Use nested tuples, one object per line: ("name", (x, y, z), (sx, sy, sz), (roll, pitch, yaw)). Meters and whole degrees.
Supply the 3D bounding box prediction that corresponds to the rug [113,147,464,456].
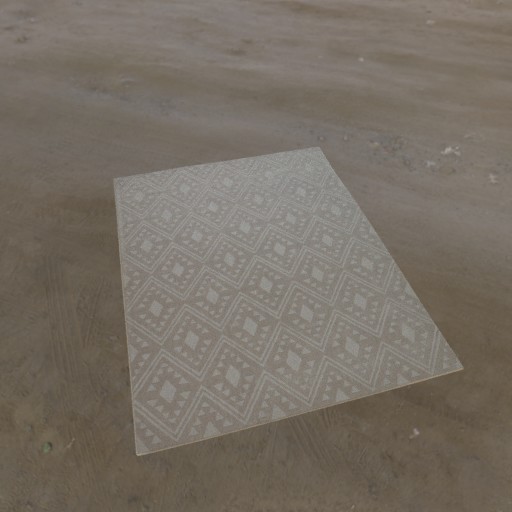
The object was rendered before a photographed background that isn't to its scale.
("rug", (0.000, 0.000, 4.050), (2.399, 0.054, 3.011), (-11, 48, -10))
